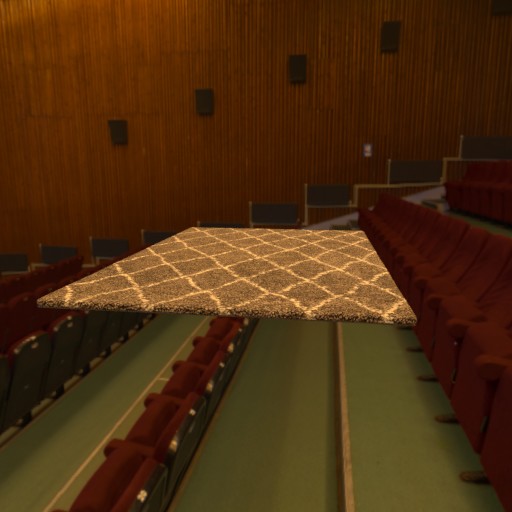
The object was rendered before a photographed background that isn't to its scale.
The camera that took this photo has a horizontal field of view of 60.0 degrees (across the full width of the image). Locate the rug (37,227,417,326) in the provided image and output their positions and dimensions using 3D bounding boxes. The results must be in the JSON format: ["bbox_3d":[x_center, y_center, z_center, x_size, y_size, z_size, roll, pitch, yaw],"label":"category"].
[{"bbox_3d":[0.000,0.000,2.242,1.219,0.030,1.778,2,12,8],"label":"rug"}]
